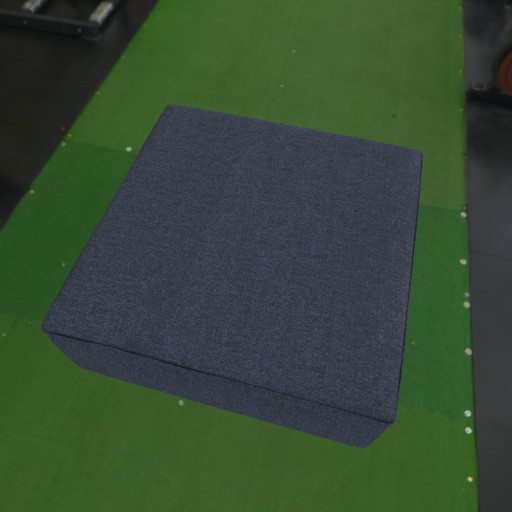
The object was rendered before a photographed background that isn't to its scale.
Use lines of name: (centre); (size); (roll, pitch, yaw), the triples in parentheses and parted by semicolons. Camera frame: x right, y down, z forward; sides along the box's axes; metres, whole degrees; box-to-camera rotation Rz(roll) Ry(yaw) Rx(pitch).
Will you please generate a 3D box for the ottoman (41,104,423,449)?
ottoman: (0.000, 0.000, 1.573); (1.017, 0.423, 1.023); (14, 59, 8)
